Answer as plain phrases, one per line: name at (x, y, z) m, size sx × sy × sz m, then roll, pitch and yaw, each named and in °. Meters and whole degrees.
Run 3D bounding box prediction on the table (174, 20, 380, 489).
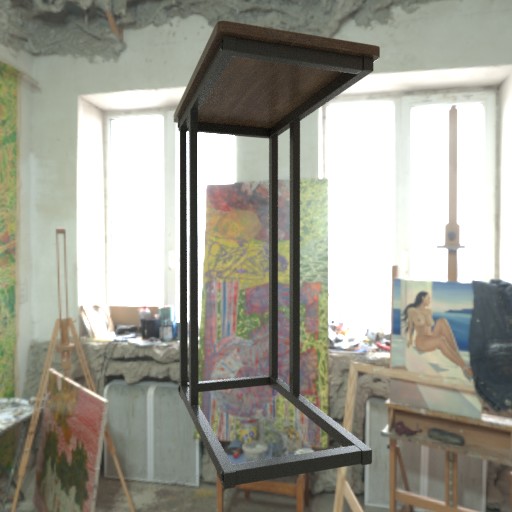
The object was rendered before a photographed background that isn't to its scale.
table at (0.000, 0.000, 0.847) m, size 0.254 × 0.637 × 0.450 m, roll 0°, pitch 1°, yaw -18°
